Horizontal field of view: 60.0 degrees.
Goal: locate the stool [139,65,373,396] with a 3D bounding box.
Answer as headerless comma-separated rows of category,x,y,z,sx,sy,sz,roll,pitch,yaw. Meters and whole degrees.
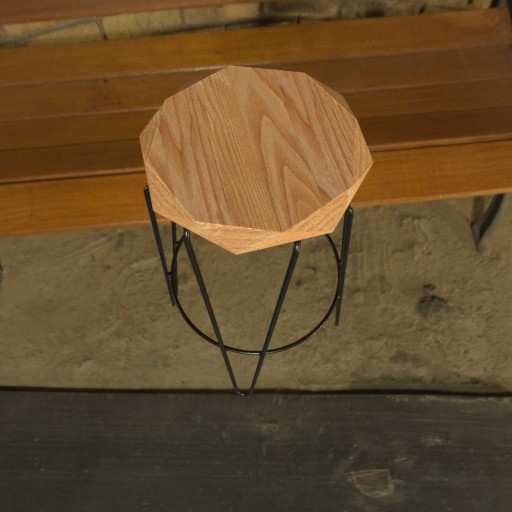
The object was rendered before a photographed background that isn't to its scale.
stool,0.000,0.000,0.790,0.326,0.610,0.326,-34,69,-15
